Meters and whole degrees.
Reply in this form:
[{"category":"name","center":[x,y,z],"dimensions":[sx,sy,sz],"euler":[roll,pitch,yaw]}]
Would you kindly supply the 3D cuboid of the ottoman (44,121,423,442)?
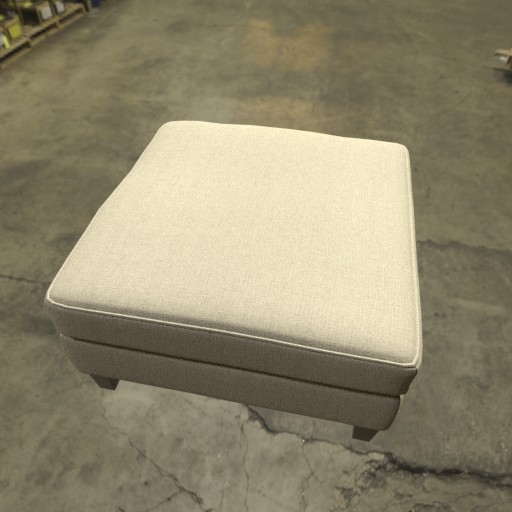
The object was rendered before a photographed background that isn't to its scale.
[{"category":"ottoman","center":[0.000,0.000,1.317],"dimensions":[0.838,0.478,0.838],"euler":[8,46,8]}]
